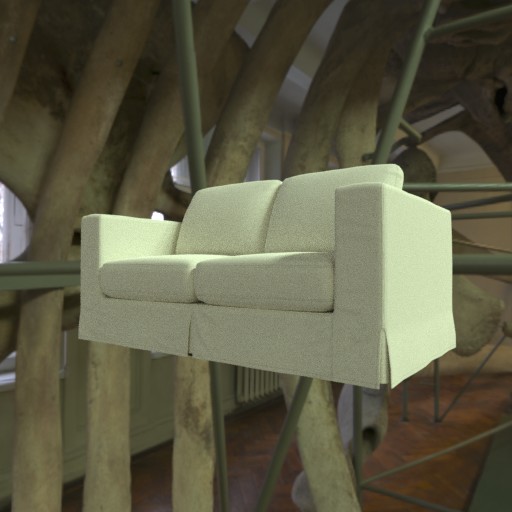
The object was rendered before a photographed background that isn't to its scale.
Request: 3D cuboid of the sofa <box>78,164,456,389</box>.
[{"bbox_3d":[0.000,0.000,2.405,1.813,0.932,1.009,-1,-2,36],"label":"sofa"}]
